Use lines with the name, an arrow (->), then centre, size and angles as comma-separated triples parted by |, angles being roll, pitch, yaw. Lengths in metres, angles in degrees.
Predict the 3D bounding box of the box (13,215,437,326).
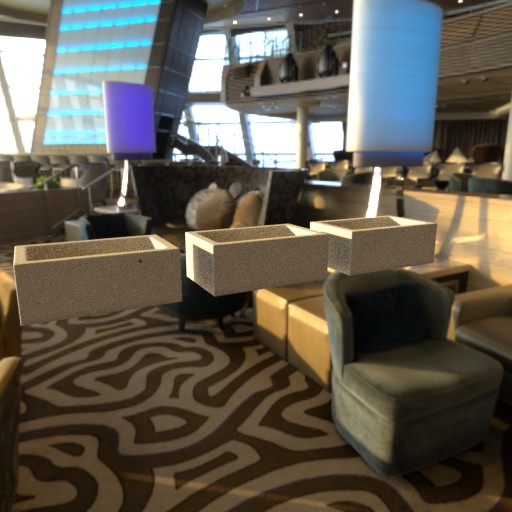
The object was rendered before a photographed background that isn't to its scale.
box -> 0.000, 0.000, 0.484 | 0.461, 0.051, 0.082 | -7, 14, -26
